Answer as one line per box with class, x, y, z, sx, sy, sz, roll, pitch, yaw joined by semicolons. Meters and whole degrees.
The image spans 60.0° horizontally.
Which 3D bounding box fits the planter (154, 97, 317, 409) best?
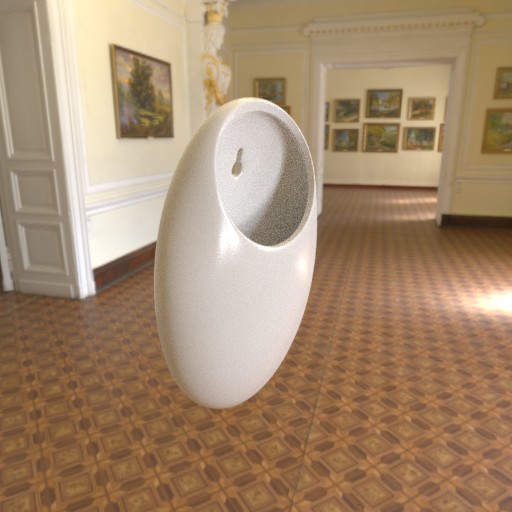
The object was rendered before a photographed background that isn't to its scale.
planter;0.000;0.000;0.278;0.043;0.188;0.185;8;17;27
